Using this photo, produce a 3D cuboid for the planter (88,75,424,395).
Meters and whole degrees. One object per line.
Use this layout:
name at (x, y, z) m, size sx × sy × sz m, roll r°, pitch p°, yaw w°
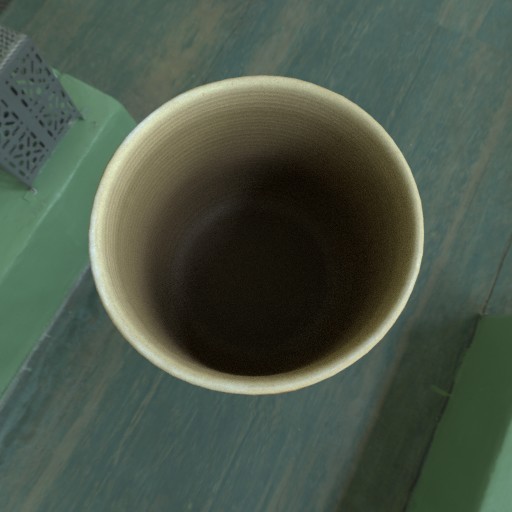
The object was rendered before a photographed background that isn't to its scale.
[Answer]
planter at (0.000, 0.000, 0.286) m, size 0.170 × 0.152 × 0.170 m, roll 0°, pitch 76°, yaw 0°
